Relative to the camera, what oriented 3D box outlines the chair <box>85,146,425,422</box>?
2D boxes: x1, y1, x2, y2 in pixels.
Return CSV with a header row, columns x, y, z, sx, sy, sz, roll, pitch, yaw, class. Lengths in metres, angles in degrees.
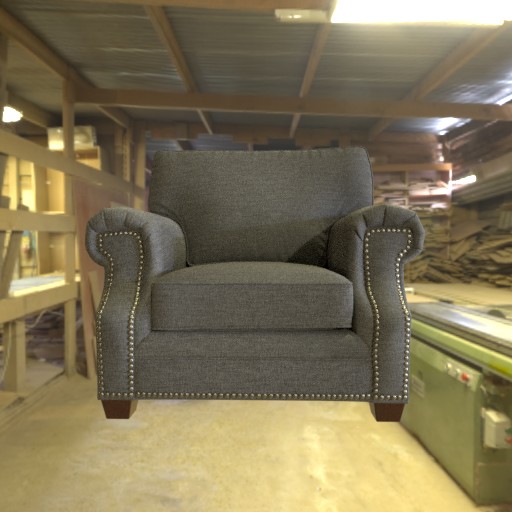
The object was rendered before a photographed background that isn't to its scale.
x,y,z,sx,sy,sz,roll,pitch,yaw,class
0.000,0.000,1.751,1.092,0.961,0.965,0,1,2,chair
